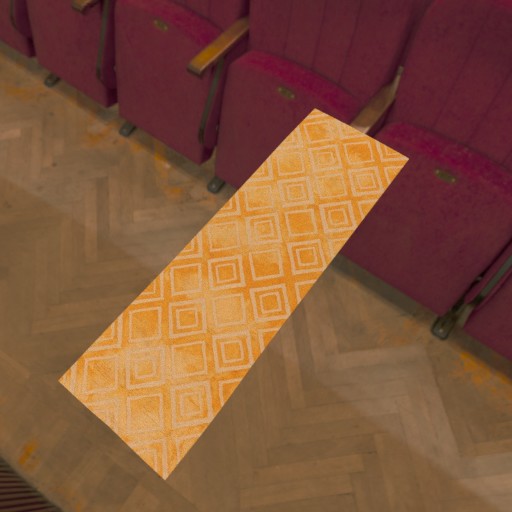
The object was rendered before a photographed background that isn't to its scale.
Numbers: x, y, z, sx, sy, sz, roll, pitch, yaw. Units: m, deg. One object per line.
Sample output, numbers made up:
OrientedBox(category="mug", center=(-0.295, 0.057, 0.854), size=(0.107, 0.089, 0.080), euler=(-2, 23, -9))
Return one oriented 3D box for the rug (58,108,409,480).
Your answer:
OrientedBox(category="rug", center=(0.000, 0.000, 2.661), size=(0.775, 0.010, 2.438), euler=(34, 68, 16))
